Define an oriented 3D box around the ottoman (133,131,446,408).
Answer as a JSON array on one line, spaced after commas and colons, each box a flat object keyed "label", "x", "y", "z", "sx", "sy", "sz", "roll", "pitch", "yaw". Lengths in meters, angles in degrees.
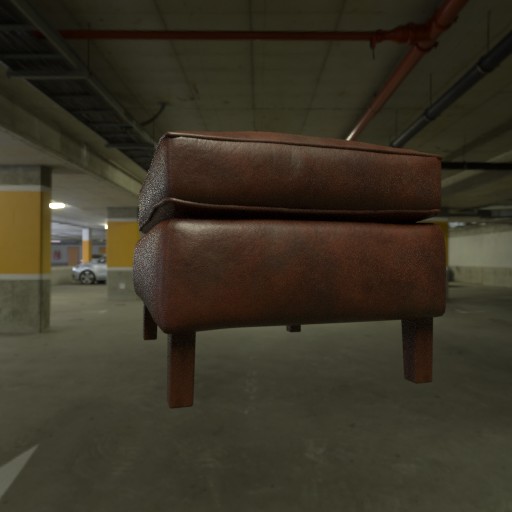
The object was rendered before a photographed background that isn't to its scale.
[{"label": "ottoman", "x": 0.000, "y": 0.000, "z": 0.959, "sx": 0.501, "sy": 0.432, "sz": 0.665, "roll": 0, "pitch": -1, "yaw": -18}]
